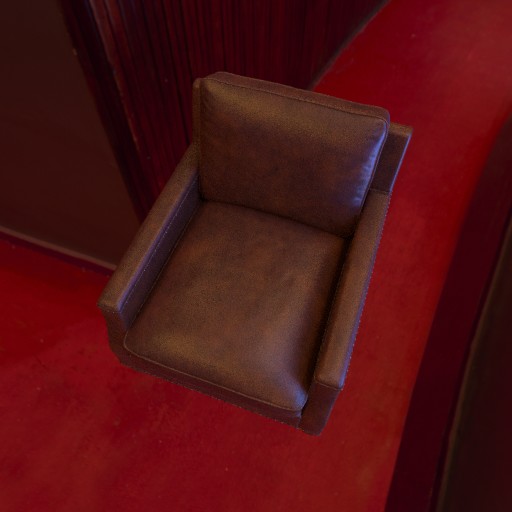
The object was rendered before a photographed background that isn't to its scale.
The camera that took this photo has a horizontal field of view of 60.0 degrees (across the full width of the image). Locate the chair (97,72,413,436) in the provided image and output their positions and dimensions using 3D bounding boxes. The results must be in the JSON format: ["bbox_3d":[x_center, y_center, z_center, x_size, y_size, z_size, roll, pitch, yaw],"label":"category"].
[{"bbox_3d":[0.000,0.000,1.692,0.853,0.929,1.014,17,60,10],"label":"chair"}]
